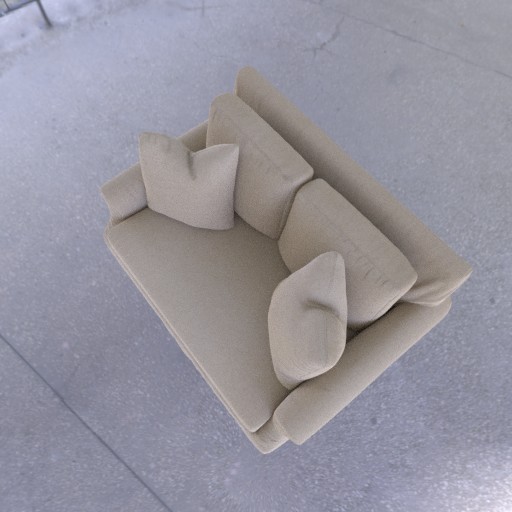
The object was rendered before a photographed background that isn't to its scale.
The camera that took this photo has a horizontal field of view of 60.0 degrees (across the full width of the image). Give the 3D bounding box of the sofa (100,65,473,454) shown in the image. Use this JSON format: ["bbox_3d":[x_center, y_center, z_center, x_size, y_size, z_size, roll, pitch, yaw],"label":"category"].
[{"bbox_3d":[0.000,0.000,2.147,1.070,0.905,1.550,-36,70,-16],"label":"sofa"}]
